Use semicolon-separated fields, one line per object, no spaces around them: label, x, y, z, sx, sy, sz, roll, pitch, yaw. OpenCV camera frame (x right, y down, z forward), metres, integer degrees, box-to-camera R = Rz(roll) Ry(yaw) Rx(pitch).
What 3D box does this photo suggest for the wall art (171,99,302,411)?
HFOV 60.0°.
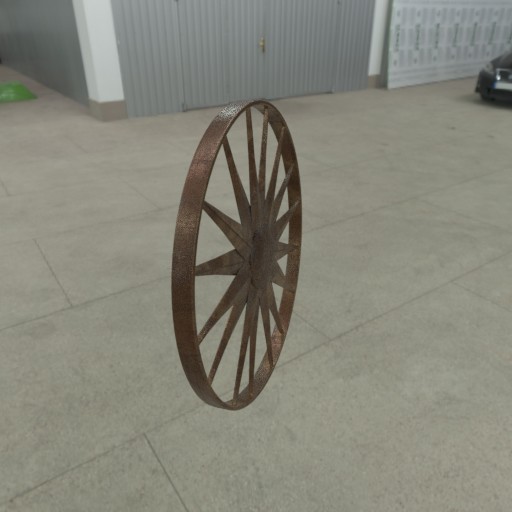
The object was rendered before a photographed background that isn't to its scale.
wall art;0.000;0.000;0.875;0.084;0.583;0.582;10;30;17
